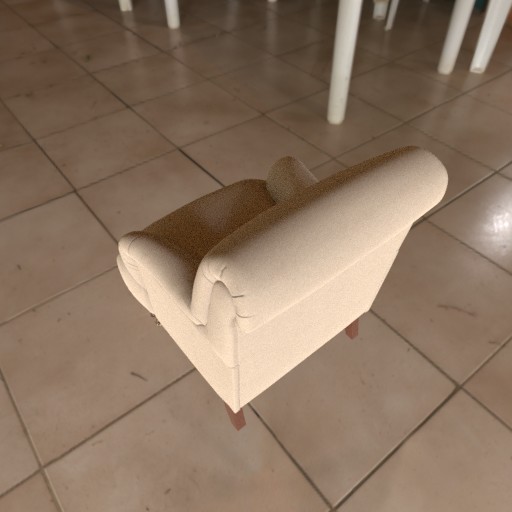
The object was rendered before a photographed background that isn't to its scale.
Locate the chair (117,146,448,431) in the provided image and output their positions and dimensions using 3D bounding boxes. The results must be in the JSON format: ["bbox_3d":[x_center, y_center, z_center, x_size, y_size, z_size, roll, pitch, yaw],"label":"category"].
[{"bbox_3d":[0.000,0.000,1.570,0.766,0.942,0.842,-31,54,-26],"label":"chair"}]
